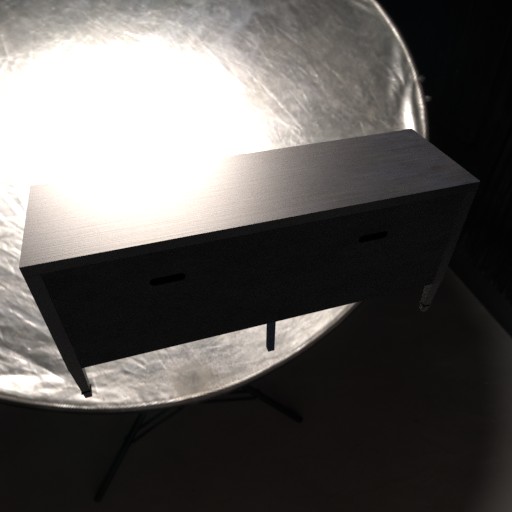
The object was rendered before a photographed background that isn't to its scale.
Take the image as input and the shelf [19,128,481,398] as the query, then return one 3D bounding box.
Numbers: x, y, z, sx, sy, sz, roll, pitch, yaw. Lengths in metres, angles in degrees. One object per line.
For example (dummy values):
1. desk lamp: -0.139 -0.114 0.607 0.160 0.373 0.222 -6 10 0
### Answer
1. shelf: 0.000 0.000 1.857 1.575 0.719 0.479 -12 43 -13
